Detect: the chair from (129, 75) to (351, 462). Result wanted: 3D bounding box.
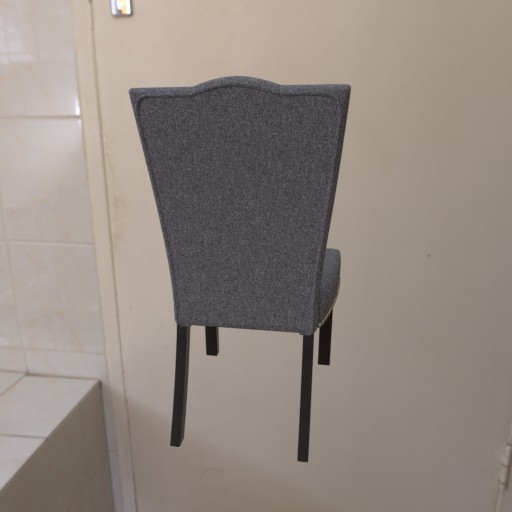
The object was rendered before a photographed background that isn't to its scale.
[{"bbox_3d":[0.000,0.000,1.328,0.518,0.946,0.589,3,15,9],"label":"chair"}]
